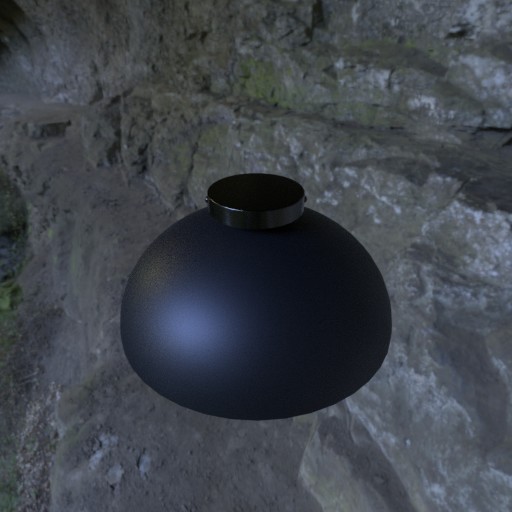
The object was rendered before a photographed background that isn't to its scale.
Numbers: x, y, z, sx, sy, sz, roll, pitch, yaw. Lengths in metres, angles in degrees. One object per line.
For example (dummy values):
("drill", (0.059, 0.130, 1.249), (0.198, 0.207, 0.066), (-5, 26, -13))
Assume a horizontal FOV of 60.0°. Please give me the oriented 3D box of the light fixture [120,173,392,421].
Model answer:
("light fixture", (0.000, 0.000, 0.556), (0.355, 0.177, 0.355), (0, 31, 0))
